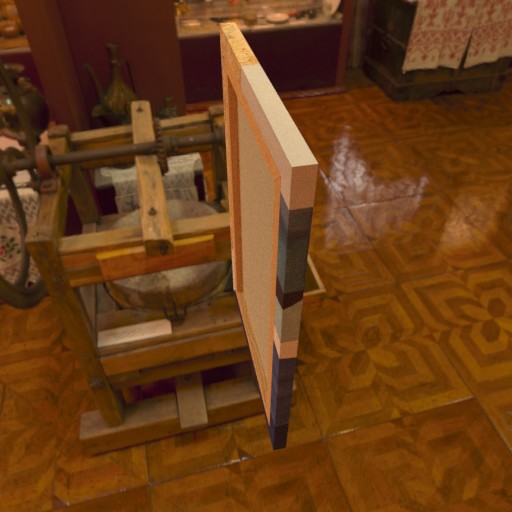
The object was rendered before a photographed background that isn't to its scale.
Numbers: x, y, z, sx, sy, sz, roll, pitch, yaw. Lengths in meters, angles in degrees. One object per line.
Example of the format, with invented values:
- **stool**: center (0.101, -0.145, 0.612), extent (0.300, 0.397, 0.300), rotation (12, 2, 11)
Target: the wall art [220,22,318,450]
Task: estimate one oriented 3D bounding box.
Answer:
- **wall art**: center (0.000, 0.000, 1.119), extent (0.039, 0.911, 0.607), rotation (-9, 45, -9)
